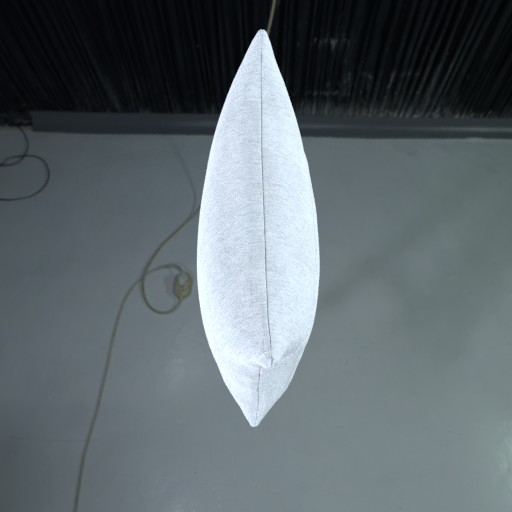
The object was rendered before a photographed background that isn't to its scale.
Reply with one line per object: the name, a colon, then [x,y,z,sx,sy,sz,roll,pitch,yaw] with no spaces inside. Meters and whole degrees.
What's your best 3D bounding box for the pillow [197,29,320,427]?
pillow: [0.000,0.000,0.662,0.173,0.436,0.433,-1,62,0]
